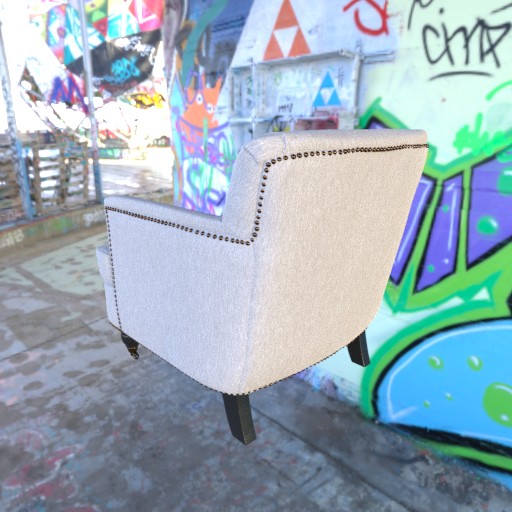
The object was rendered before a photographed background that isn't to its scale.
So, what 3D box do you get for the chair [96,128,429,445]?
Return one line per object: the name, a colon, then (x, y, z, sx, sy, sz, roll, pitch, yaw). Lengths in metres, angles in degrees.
chair: (0.000, 0.000, 1.481, 0.737, 0.823, 0.902, -16, 23, -42)
